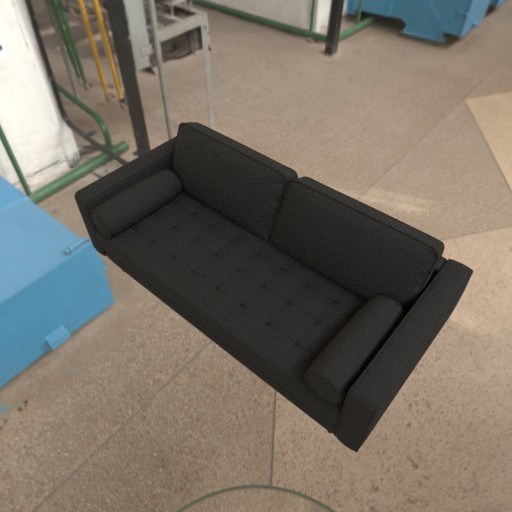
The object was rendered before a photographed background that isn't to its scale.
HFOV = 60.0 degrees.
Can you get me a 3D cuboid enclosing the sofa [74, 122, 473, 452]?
[{"bbox_3d":[0.000,0.000,2.344,1.875,0.759,0.914,32,55,26],"label":"sofa"}]
